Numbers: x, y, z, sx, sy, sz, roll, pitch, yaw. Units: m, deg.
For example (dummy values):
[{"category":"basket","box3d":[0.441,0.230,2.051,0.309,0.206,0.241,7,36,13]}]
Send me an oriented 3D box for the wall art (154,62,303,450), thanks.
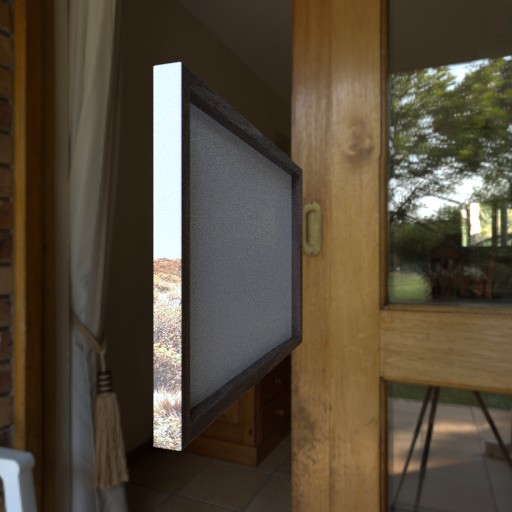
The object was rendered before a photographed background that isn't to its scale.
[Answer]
[{"category":"wall art","box3d":[0.000,0.000,1.137,0.050,0.610,0.914,0,0,18]}]
